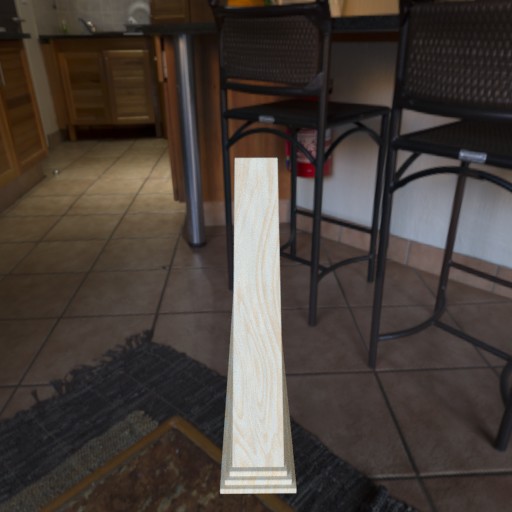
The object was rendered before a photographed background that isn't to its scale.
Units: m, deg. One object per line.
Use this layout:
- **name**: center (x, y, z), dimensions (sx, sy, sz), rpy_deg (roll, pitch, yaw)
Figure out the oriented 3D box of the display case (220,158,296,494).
- **display case**: center (0.000, 0.000, 0.762), dimensions (0.095, 0.340, 0.640), rpy_deg (0, 27, 0)
